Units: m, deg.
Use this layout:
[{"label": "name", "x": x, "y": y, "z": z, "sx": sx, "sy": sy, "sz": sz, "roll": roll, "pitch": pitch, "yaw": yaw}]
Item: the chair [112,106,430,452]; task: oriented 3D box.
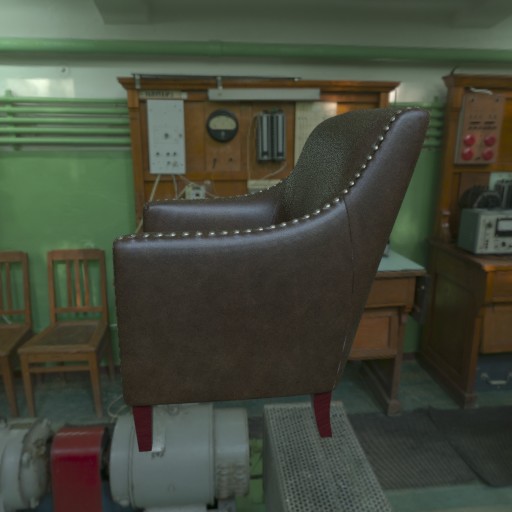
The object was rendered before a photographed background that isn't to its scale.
[{"label": "chair", "x": 0.000, "y": 0.000, "z": 1.289, "sx": 0.704, "sy": 0.813, "sz": 0.639, "roll": -2, "pitch": 15, "yaw": -7}]
